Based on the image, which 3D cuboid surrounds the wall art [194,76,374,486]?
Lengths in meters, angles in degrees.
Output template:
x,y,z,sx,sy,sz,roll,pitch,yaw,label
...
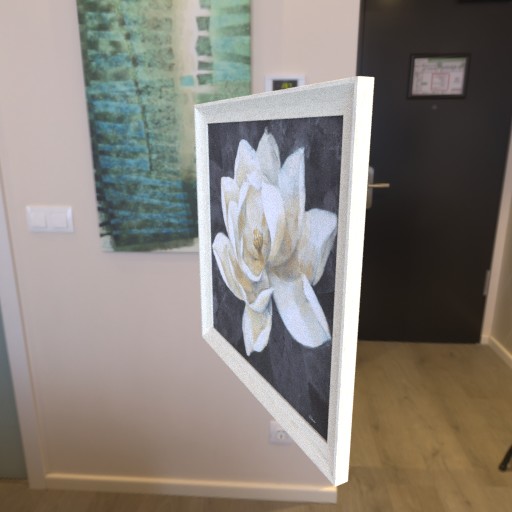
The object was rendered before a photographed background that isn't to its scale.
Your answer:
x,y,z,sx,sy,sz,roll,pitch,yaw,label
0.000,0.000,1.488,0.045,1.016,1.016,-8,17,-26,wall art
